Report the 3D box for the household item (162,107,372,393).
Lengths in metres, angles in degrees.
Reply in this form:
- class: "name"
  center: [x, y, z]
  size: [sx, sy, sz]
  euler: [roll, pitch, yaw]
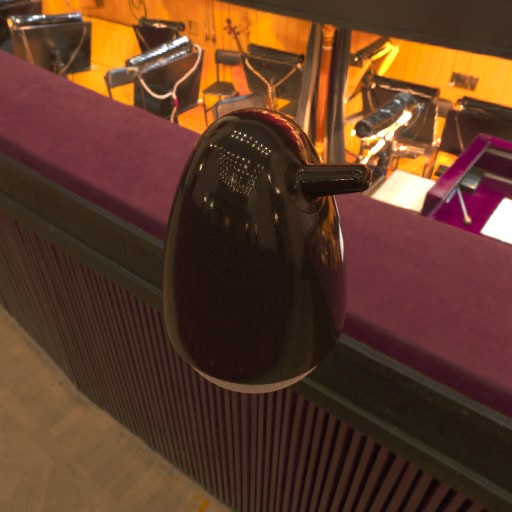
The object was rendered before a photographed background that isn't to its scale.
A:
- class: "household item"
  center: [0.000, 0.000, 0.228]
  size: [0.104, 0.152, 0.102]
  euler: [25, 47, 26]
